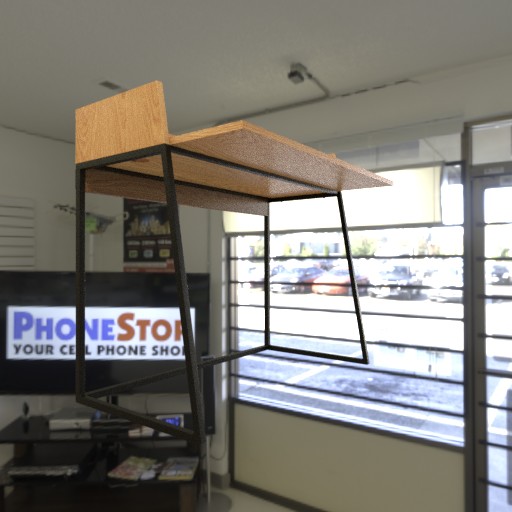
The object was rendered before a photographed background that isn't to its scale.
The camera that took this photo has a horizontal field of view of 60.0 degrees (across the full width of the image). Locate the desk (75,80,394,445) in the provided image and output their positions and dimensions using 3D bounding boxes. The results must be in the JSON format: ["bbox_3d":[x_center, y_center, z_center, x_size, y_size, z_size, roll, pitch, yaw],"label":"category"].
[{"bbox_3d":[0.000,0.000,1.861,0.769,1.061,1.191,0,0,37],"label":"desk"}]
